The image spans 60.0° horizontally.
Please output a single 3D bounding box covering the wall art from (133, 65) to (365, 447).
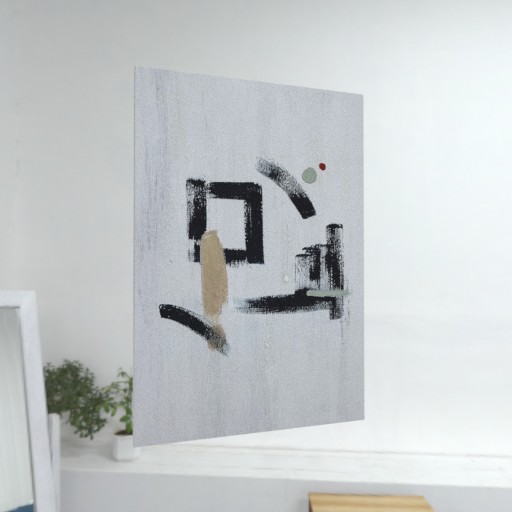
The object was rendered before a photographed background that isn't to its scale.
[{"bbox_3d":[0.000,0.000,1.173,0.624,0.914,0.043,0,-1,-17],"label":"wall art"}]
